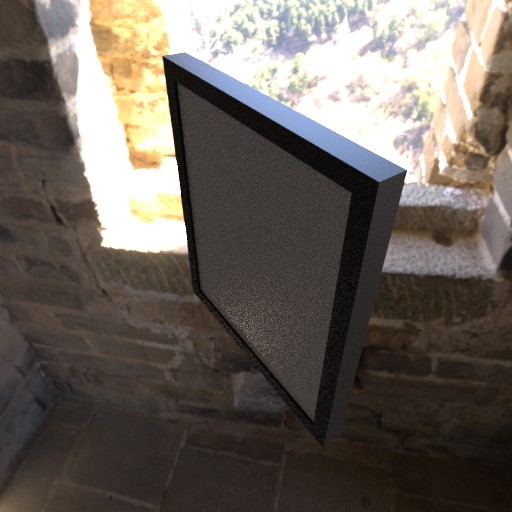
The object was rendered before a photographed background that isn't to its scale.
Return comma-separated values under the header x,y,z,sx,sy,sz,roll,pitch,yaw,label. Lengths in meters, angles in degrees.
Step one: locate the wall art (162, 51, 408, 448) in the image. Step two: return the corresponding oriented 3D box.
x,y,z,sx,sy,sz,roll,pitch,yaw,label
0.000,0.000,0.532,0.029,0.381,0.330,-25,47,-26,wall art
